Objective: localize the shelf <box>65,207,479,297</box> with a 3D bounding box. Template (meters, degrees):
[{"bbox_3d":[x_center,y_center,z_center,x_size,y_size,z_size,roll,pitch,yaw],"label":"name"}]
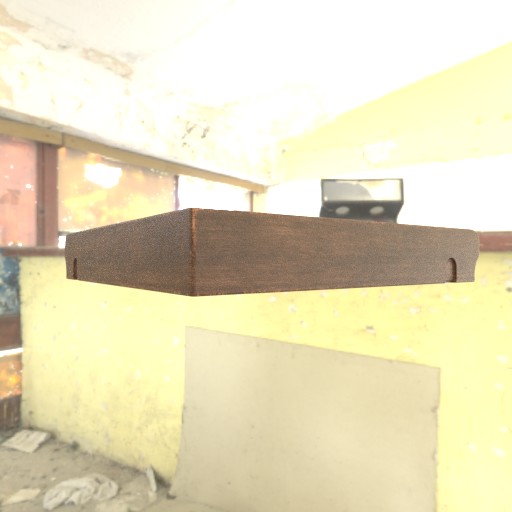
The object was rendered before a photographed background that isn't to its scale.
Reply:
[{"bbox_3d":[0.000,0.000,0.461,0.310,0.050,0.310,0,-1,-36],"label":"shelf"}]
